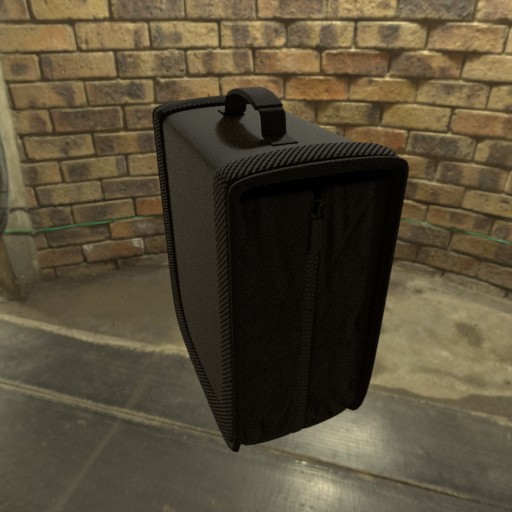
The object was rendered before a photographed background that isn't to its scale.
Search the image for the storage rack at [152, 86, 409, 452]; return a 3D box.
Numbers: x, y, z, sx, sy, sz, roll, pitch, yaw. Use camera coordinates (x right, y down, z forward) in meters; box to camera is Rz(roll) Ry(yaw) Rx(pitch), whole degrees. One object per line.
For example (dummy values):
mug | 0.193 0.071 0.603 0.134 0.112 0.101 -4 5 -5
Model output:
storage rack | 0.000 0.000 0.540 0.168 0.387 0.297 -12 32 -19
